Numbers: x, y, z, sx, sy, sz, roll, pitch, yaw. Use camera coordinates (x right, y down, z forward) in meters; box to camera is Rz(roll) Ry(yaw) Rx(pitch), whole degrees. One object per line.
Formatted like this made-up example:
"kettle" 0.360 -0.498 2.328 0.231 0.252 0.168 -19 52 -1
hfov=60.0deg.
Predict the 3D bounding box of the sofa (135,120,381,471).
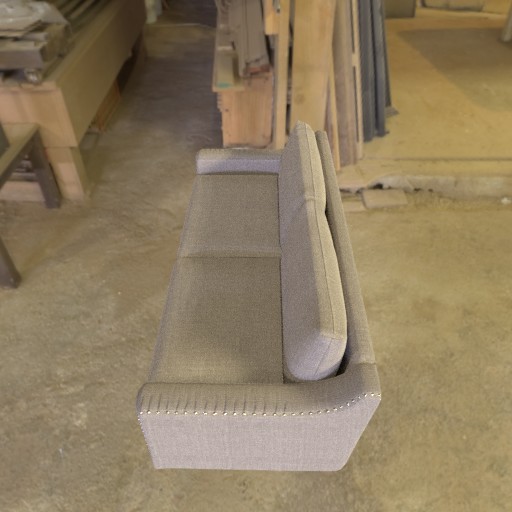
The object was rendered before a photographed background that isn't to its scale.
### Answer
"sofa" 0.000 0.000 2.670 1.000 0.857 2.208 1 42 1
